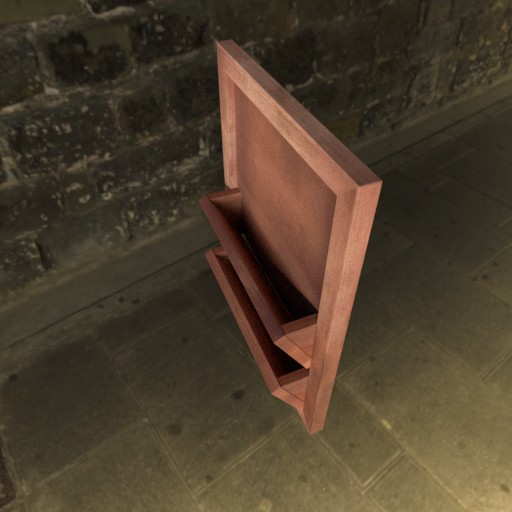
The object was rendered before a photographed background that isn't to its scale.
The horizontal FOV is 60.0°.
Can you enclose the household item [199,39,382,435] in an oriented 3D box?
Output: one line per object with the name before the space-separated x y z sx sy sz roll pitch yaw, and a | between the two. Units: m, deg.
household item | 0.000 0.000 0.551 0.067 0.407 0.310 -16 47 -16
